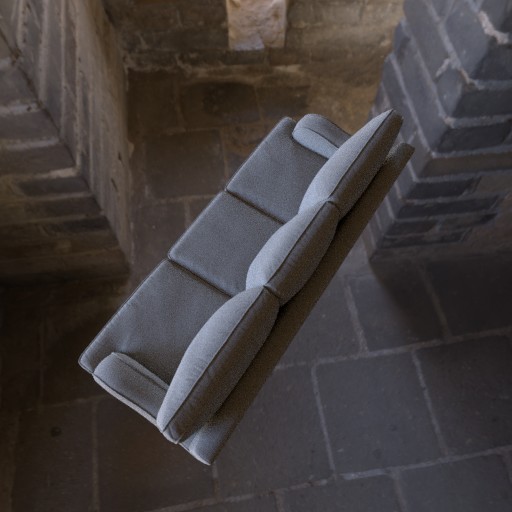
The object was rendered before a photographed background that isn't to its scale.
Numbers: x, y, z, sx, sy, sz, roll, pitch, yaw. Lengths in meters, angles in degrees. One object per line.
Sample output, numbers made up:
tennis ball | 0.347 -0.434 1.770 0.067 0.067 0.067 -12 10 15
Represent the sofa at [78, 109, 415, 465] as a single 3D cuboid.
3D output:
sofa | 0.000 0.000 2.859 1.016 0.997 2.323 31 68 14
